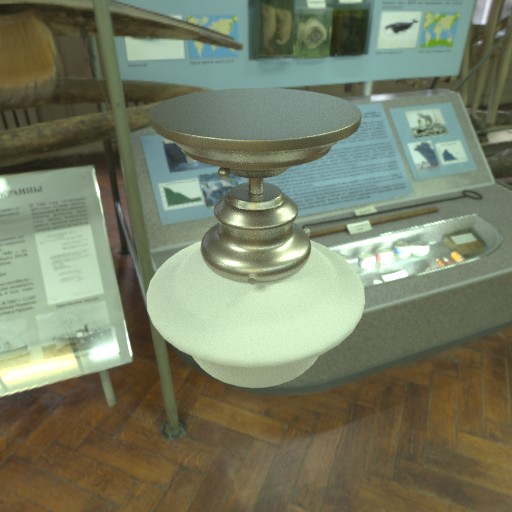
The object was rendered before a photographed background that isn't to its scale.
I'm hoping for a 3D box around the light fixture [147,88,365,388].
[{"bbox_3d":[0.000,0.000,0.391,0.199,0.254,0.199,0,32,0],"label":"light fixture"}]
